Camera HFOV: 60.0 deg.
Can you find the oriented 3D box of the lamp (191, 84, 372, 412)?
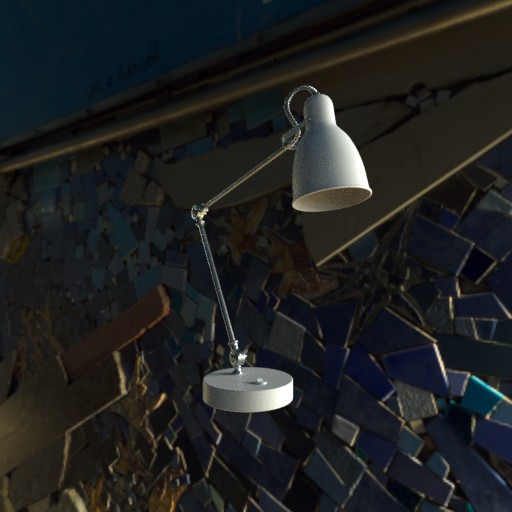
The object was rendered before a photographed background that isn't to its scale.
[{"bbox_3d":[0.000,0.000,0.901,0.187,0.587,0.561,0,-1,-35],"label":"lamp"}]
